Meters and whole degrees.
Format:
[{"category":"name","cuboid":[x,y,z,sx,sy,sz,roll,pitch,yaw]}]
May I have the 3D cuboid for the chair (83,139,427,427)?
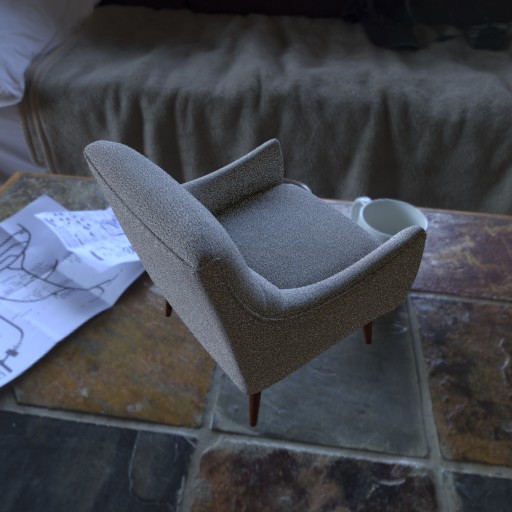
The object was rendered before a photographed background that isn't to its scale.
[{"category":"chair","cuboid":[0.000,0.000,1.483,0.787,0.838,0.762,-27,49,-26]}]
